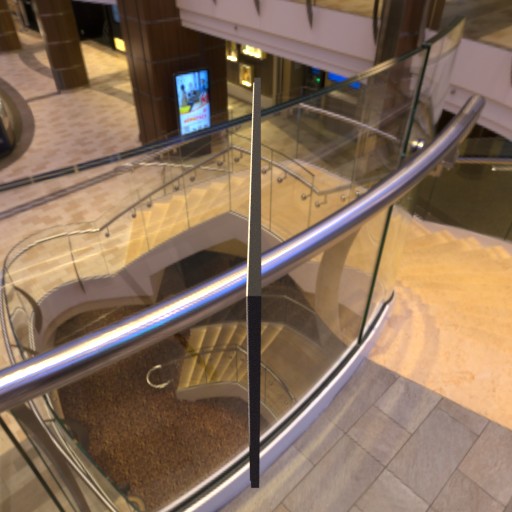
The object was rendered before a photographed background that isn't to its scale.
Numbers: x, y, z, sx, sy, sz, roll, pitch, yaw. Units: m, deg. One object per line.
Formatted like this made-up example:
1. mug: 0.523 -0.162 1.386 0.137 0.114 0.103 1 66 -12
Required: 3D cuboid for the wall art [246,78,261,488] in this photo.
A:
1. wall art: 0.000 0.000 1.516 0.028 0.805 1.190 0 40 0
